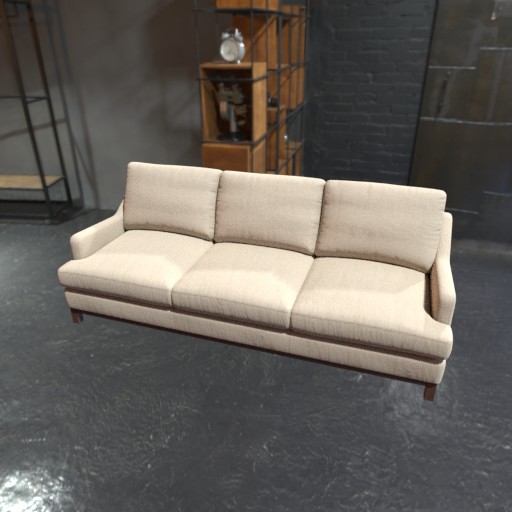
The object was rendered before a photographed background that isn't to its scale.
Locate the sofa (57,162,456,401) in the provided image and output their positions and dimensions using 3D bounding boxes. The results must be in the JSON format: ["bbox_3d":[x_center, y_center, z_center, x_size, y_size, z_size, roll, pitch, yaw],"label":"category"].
[{"bbox_3d":[0.000,0.000,2.831,2.321,0.913,1.000,8,28,16],"label":"sofa"}]
